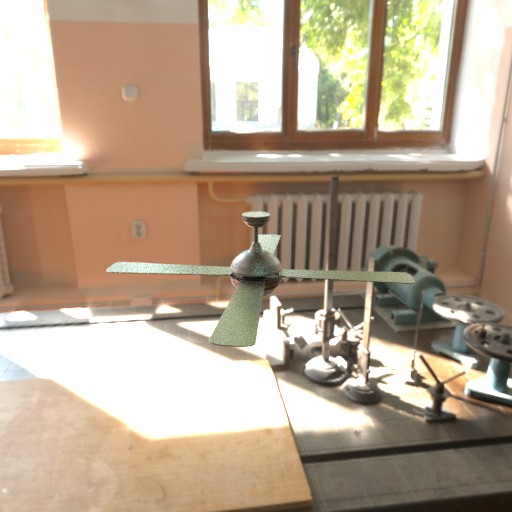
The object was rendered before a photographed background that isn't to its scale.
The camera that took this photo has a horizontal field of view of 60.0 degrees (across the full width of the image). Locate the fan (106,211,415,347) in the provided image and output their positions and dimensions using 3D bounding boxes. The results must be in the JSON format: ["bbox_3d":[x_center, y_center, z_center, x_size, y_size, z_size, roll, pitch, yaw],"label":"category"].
[{"bbox_3d":[0.000,0.000,1.990,1.321,0.381,1.321,9,19,26],"label":"fan"}]
